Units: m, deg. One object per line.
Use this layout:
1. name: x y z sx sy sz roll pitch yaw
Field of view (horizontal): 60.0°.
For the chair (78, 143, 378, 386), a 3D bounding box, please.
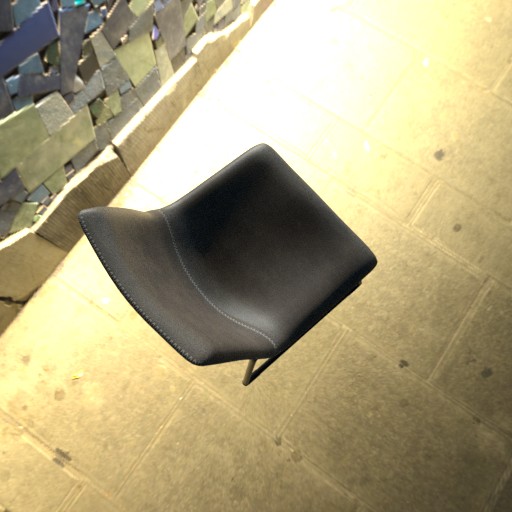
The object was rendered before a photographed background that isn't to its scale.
1. chair: 0.000 0.000 1.130 0.550 0.780 0.460 -40 78 -10
